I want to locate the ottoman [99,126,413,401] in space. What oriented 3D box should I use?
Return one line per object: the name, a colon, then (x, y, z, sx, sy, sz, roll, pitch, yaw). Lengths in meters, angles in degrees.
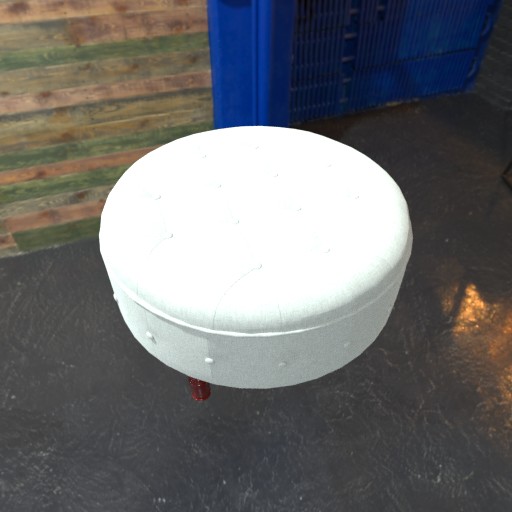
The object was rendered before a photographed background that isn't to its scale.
ottoman: (0.000, 0.000, 1.352, 0.850, 0.483, 0.850, 0, 43, 0)
